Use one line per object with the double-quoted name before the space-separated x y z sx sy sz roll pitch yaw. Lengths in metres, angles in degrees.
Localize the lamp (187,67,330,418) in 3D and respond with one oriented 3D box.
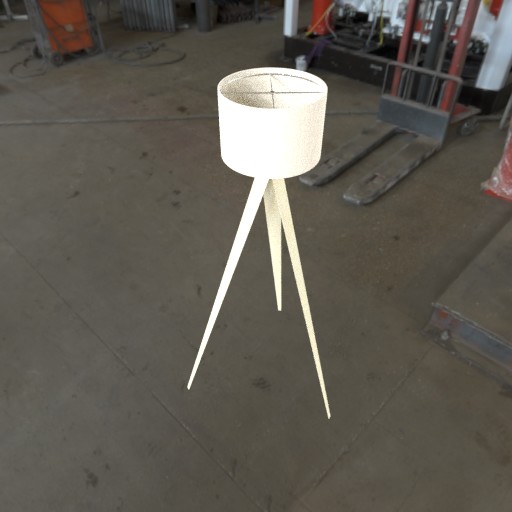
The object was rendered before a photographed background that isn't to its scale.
"lamp" 0.000 0.000 1.945 0.724 1.524 0.716 -1 41 -1
